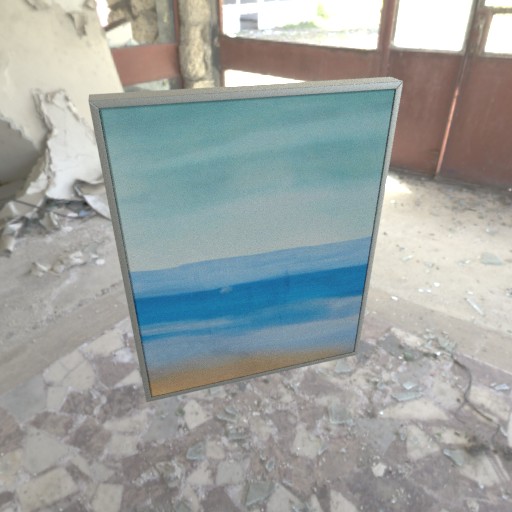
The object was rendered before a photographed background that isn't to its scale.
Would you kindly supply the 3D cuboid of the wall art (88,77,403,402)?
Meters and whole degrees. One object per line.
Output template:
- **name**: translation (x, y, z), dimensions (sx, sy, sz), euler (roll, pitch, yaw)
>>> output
- **wall art**: translation (0.000, 0.000, 0.764), dimensions (0.445, 0.553, 0.039), euler (-9, 33, -14)
